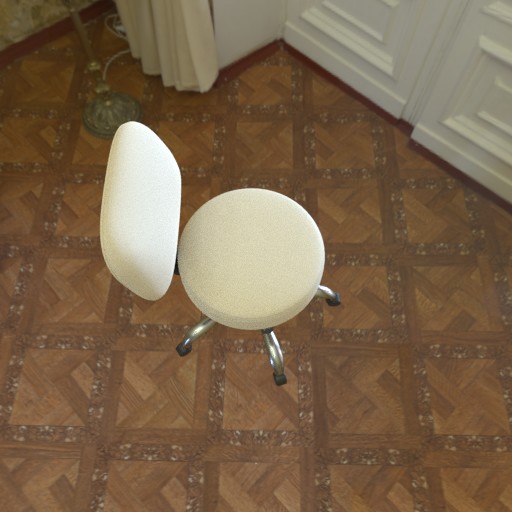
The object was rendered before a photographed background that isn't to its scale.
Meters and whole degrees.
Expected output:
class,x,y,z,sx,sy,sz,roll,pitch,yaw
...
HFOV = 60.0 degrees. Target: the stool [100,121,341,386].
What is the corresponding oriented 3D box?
class,x,y,z,sx,sy,sz,roll,pitch,yaw
stool,0.000,0.000,1.270,0.616,0.810,0.609,0,65,0
